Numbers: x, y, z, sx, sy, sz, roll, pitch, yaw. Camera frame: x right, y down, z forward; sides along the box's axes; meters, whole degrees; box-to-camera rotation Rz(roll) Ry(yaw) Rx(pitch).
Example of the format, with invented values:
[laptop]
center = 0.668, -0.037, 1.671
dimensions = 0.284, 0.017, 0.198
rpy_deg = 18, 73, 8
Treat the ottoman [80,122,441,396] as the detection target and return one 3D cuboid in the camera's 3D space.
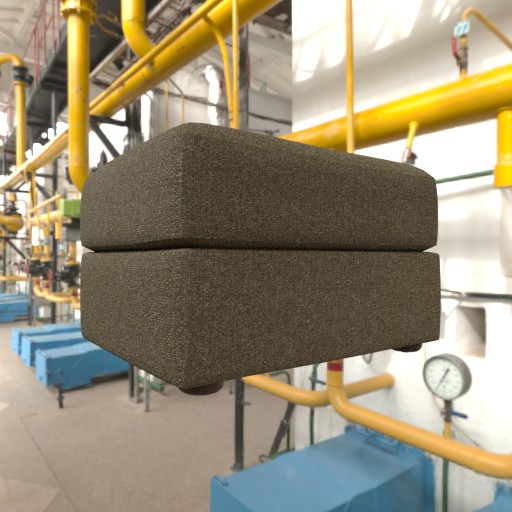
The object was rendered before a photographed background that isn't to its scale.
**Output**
[ottoman]
center = 0.000, 0.000, 1.115
dimensions = 0.742, 0.476, 0.598
rpy_deg = 0, 0, -36
